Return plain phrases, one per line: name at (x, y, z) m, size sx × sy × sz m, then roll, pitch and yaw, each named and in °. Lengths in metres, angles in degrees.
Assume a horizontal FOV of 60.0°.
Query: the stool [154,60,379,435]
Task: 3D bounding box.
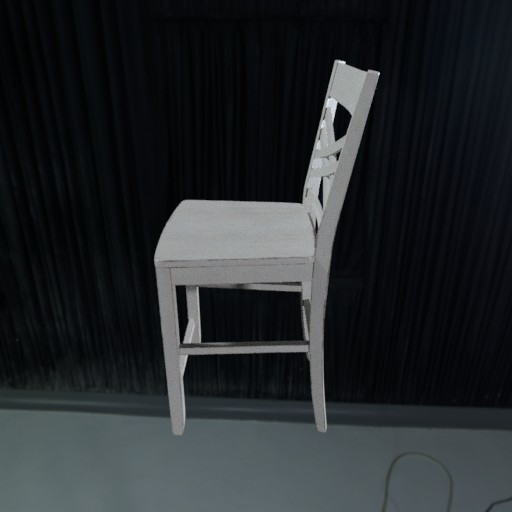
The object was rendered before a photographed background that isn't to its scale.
stool at (0.000, 0.000, 1.356) m, size 0.539 × 1.079 × 0.462 m, roll 0°, pitch 26°, yaw 1°
